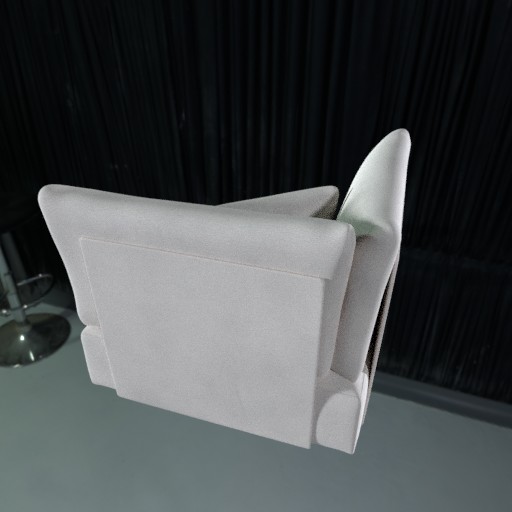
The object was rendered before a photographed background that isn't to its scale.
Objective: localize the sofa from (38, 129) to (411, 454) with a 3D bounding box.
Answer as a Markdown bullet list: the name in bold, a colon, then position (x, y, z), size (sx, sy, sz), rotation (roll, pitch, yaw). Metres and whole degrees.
- **sofa**: position (0.000, 0.000, 1.703), size (1.000, 0.820, 1.000), rotation (9, 32, 15)
